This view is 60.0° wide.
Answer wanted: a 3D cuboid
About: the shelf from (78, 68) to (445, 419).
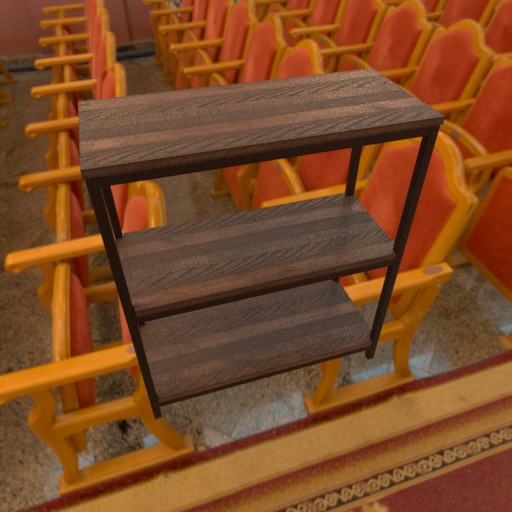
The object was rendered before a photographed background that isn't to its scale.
[{"bbox_3d":[0.000,0.000,1.386,0.822,0.947,0.352,-12,42,-13],"label":"shelf"}]
